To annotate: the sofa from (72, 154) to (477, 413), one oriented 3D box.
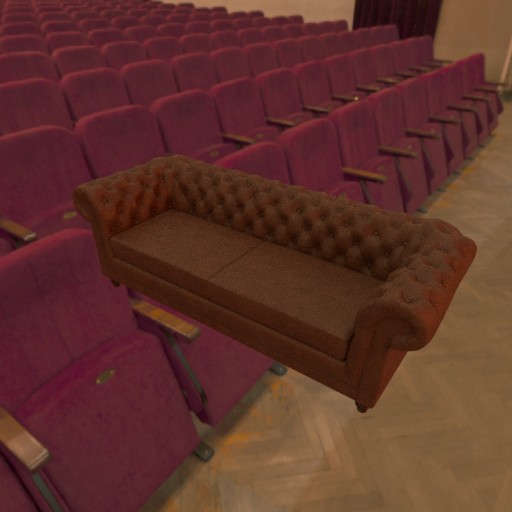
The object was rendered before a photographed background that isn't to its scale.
[{"bbox_3d":[0.000,0.000,2.817,2.385,0.783,0.944,20,36,30],"label":"sofa"}]
